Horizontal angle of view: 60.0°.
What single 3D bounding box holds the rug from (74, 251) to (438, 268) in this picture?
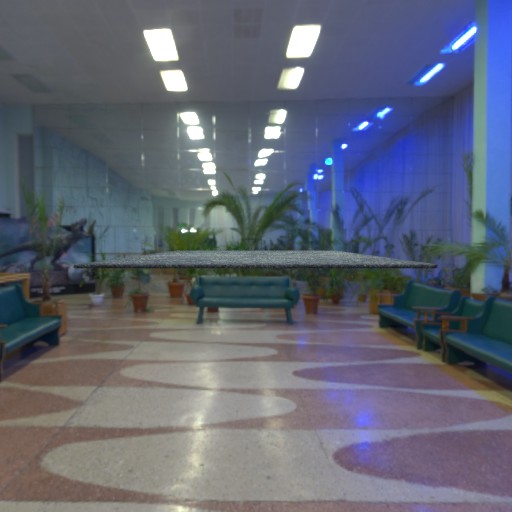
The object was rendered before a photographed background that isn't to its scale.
[{"bbox_3d":[0.000,0.000,2.954,1.478,0.017,2.330,0,2,0],"label":"rug"}]
